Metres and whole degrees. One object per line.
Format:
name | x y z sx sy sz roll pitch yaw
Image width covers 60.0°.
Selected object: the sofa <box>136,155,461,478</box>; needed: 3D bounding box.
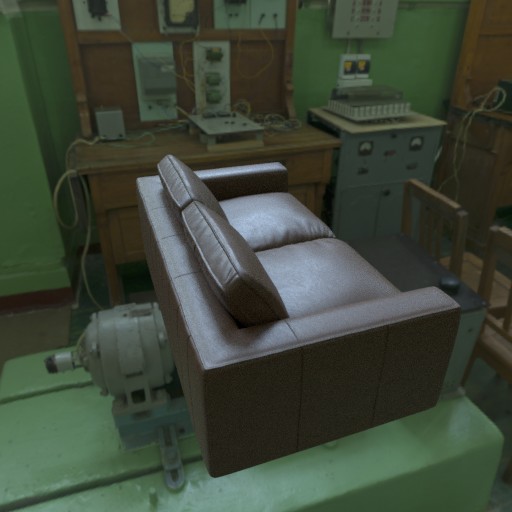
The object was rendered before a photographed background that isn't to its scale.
sofa | 0.000 0.000 2.415 1.070 0.800 1.920 -10 31 -17
